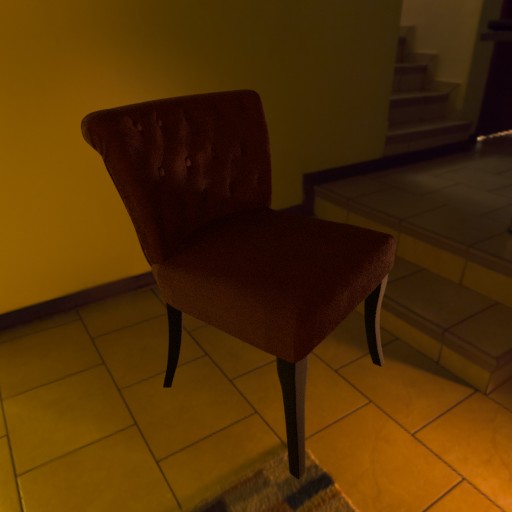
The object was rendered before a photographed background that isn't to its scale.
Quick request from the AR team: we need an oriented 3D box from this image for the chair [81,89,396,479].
[{"bbox_3d":[0.000,0.000,1.157,0.605,0.750,0.582,18,32,32],"label":"chair"}]
